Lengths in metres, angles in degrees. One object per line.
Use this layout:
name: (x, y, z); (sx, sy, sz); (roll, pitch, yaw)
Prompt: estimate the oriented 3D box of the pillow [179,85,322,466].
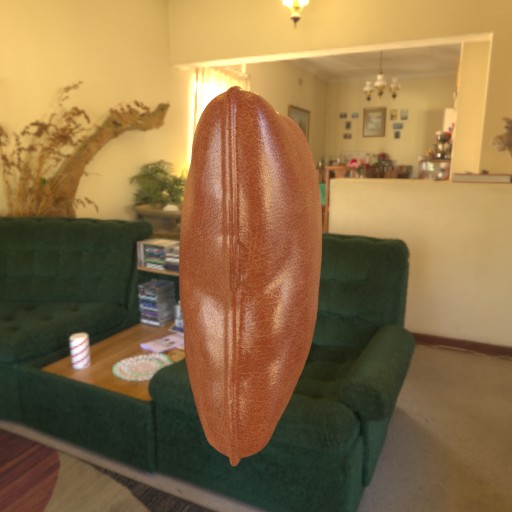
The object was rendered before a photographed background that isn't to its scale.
pillow: (0.000, 0.000, 0.807); (0.236, 0.523, 0.532); (2, 12, 8)
